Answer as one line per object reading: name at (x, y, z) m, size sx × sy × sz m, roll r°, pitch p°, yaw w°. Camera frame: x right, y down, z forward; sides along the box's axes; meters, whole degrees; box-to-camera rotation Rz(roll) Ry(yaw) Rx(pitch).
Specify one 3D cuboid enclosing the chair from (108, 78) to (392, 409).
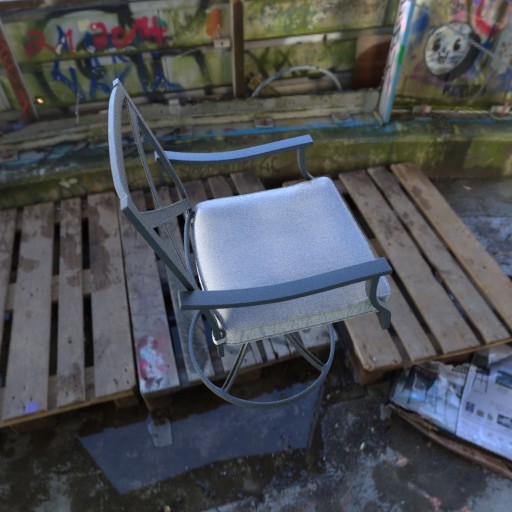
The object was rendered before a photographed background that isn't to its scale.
chair at (0.000, 0.000, 1.272) m, size 0.620 × 0.889 × 0.575 m, roll -10°, pitch 48°, yaw -10°
